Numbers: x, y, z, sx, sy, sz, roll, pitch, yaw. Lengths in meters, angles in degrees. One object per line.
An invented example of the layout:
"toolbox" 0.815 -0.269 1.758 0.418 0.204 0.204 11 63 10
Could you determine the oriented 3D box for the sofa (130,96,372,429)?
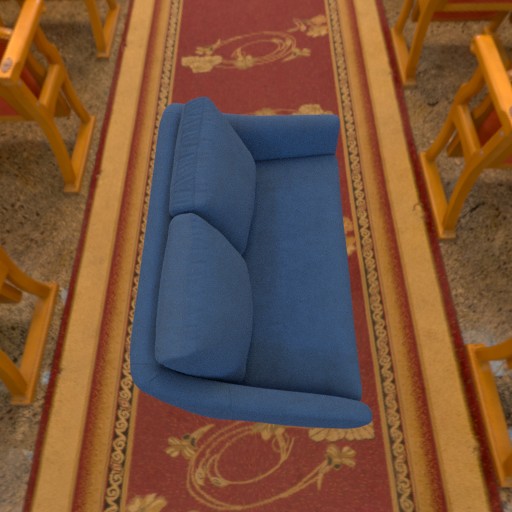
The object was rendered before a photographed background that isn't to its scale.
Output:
"sofa" 0.000 0.000 2.229 0.960 0.902 1.619 0 63 0
